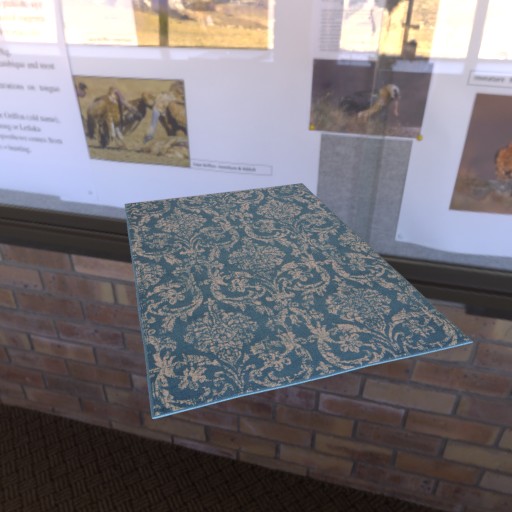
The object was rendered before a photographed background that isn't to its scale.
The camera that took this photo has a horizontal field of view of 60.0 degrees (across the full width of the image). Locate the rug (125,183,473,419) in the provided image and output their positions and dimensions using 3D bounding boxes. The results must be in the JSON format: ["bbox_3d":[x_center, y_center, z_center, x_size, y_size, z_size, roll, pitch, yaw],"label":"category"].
[{"bbox_3d":[0.000,0.000,2.884,1.554,0.012,2.205,-9,32,-15],"label":"rug"}]
